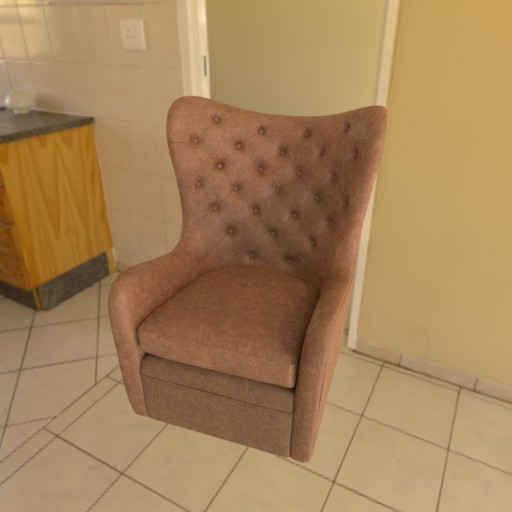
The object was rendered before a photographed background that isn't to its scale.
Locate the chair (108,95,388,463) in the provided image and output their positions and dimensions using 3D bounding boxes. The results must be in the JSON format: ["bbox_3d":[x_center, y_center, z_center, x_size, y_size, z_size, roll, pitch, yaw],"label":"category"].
[{"bbox_3d":[0.000,0.000,1.722,0.831,1.079,0.930,9,29,17],"label":"chair"}]
